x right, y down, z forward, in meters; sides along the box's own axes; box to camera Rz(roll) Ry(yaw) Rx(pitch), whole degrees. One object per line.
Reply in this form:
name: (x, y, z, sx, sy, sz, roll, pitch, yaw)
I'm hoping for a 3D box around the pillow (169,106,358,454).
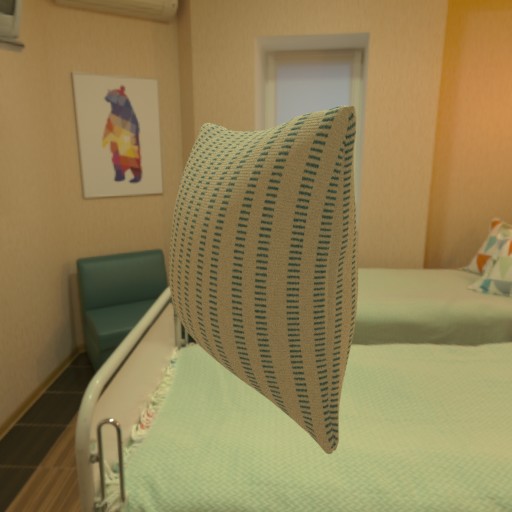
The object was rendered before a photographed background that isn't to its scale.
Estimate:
pillow: (0.000, 0.000, 0.694, 0.247, 0.419, 0.438, -7, 15, -26)
